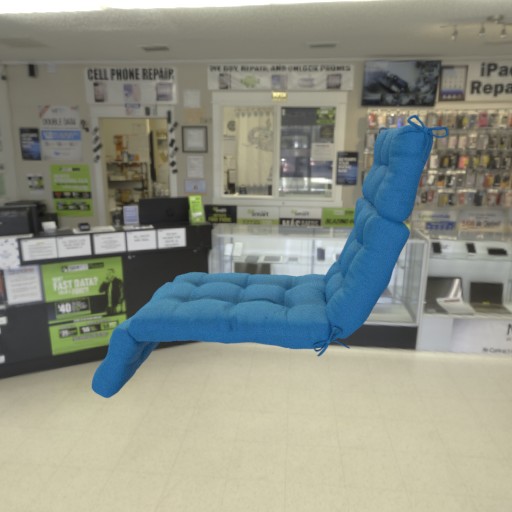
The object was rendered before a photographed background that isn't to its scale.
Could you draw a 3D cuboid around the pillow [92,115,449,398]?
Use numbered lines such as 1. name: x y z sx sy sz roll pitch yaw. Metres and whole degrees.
1. pillow: 0.000 0.000 1.474 1.016 0.863 0.526 2 14 8
